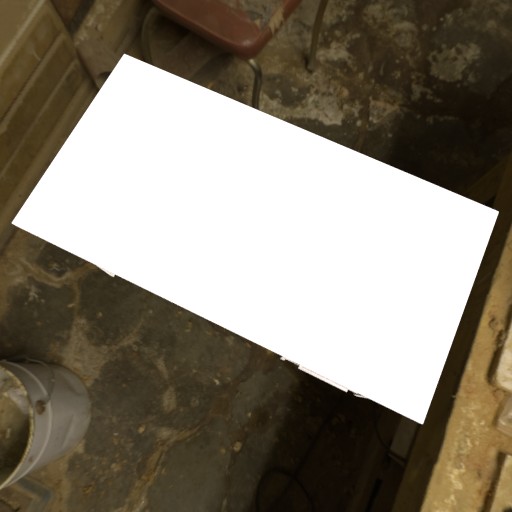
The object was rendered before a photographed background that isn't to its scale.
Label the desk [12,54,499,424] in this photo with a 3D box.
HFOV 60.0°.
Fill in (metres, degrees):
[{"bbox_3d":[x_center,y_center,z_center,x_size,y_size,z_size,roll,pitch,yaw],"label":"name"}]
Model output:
[{"bbox_3d":[0.000,0.000,1.469,1.096,0.730,0.560,25,76,7],"label":"desk"}]
